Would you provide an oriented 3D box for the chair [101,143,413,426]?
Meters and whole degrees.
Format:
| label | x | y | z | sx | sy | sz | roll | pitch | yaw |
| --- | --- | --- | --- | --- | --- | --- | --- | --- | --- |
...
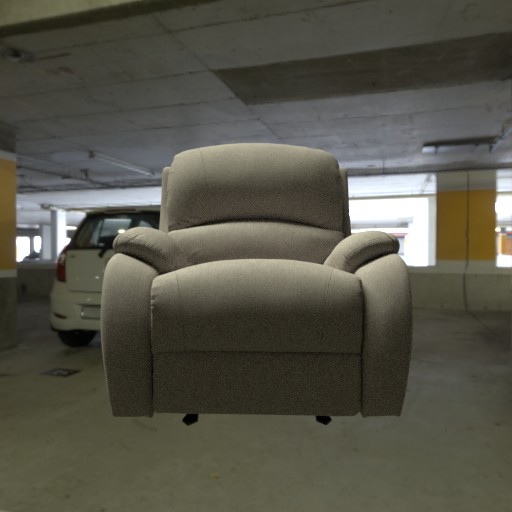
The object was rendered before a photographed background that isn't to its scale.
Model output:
| label | x | y | z | sx | sy | sz | roll | pitch | yaw |
| --- | --- | --- | --- | --- | --- | --- | --- | --- | --- |
| chair | 0.000 | 0.000 | 1.696 | 0.930 | 1.011 | 0.899 | 0 | 1 | -1 |
